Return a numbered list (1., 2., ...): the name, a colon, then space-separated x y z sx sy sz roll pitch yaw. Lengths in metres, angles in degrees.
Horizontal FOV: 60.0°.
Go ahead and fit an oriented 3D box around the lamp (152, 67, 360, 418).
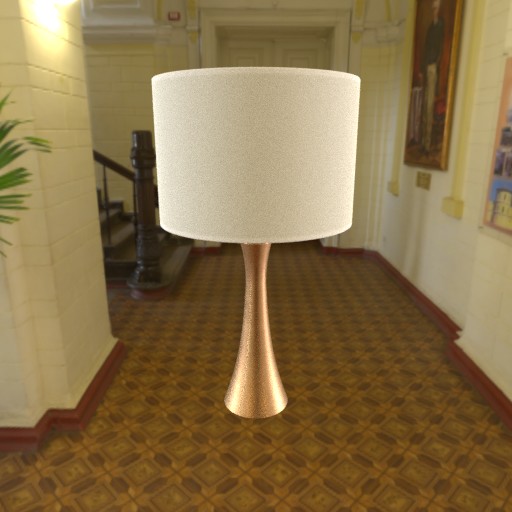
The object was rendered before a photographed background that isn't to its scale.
1. lamp: 0.000 0.000 0.648 0.268 0.479 0.268 15 22 42
